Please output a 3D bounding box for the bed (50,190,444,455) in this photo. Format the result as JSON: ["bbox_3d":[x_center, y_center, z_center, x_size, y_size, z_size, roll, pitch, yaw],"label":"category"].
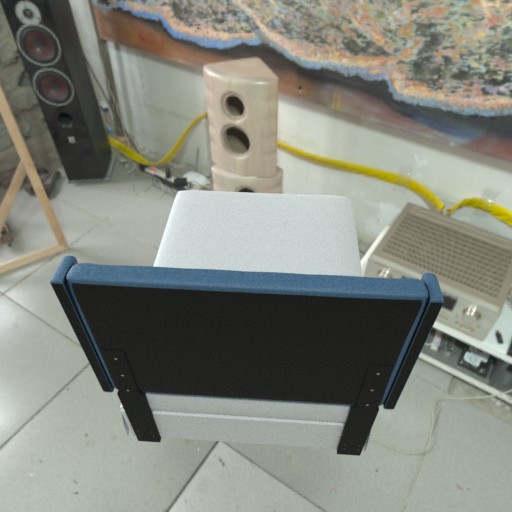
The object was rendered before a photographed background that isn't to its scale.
[{"bbox_3d":[0.000,0.000,3.195,1.719,1.665,2.078,3,45,3],"label":"bed"}]
